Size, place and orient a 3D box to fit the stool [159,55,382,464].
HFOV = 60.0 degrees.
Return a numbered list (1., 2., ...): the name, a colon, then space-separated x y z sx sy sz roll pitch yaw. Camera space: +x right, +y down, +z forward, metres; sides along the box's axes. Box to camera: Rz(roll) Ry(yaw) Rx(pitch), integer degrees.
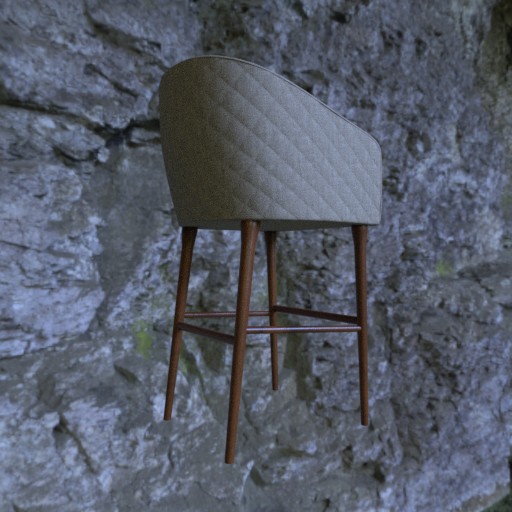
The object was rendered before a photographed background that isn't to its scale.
1. stool: 0.000 0.000 1.440 0.607 1.078 0.559 0 0 -36
